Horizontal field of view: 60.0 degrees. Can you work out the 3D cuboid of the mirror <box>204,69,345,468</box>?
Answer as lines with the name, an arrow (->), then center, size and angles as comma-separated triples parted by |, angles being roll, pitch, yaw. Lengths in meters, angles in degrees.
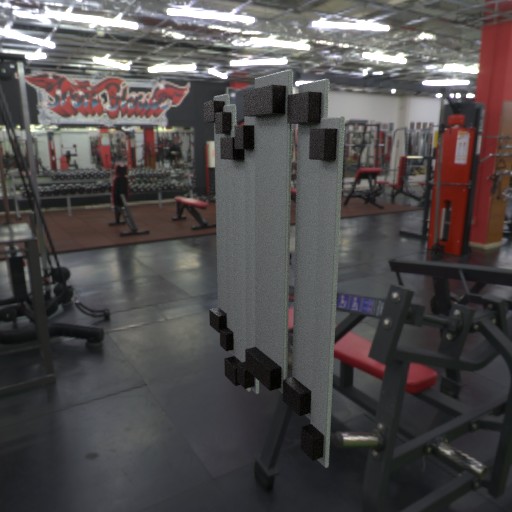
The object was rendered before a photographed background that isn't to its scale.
mirror -> 0.000, 0.000, 0.815 | 0.058, 0.611, 0.445 | -8, 16, -28
